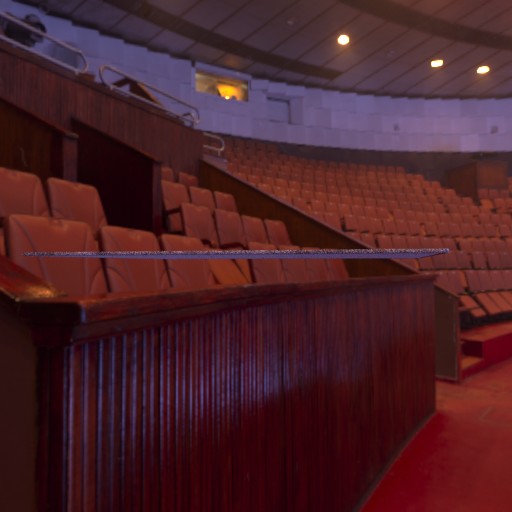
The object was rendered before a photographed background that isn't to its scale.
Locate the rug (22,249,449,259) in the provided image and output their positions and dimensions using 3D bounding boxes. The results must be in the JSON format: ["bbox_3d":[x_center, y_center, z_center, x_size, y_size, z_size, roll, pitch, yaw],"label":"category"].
[{"bbox_3d":[0.000,0.000,4.077,3.000,0.025,2.401,0,-1,17],"label":"rug"}]
